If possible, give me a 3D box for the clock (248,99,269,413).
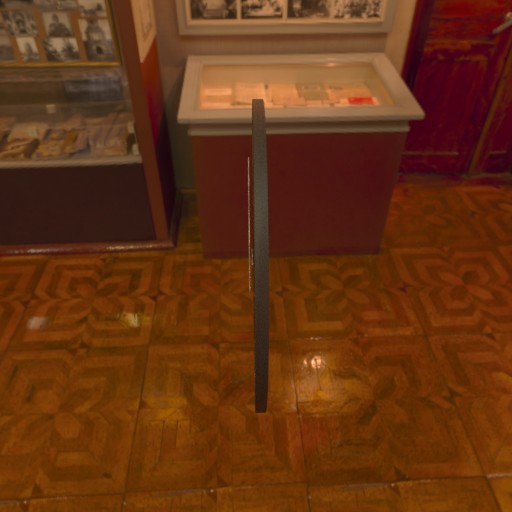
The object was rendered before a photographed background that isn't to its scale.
[{"bbox_3d":[0.000,0.000,0.892,0.029,0.595,0.595,-1,40,-1],"label":"clock"}]
